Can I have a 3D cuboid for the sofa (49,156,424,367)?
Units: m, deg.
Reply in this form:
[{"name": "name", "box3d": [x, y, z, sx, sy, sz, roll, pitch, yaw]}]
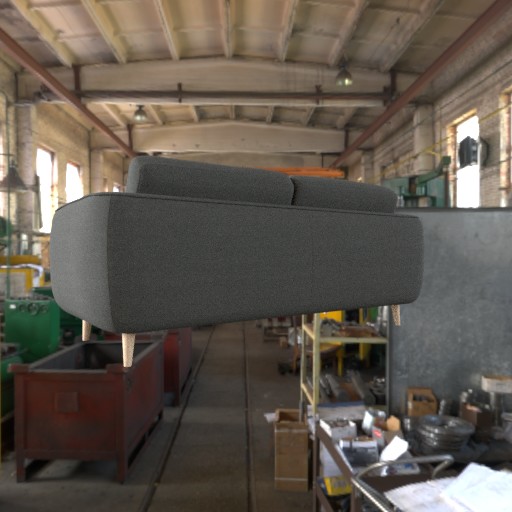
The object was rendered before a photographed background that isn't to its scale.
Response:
[{"name": "sofa", "box3d": [0.000, 0.000, 2.471, 2.000, 0.850, 0.920, 0, 1, -35]}]
